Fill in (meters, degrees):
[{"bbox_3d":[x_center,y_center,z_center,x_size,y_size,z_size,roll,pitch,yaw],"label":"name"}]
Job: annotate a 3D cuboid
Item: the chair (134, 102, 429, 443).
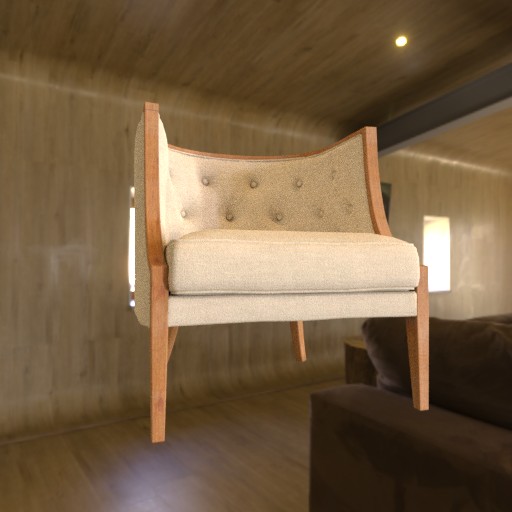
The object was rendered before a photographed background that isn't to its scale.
[{"bbox_3d":[0.000,0.000,1.346,0.711,0.775,0.757,0,-1,-18],"label":"chair"}]
